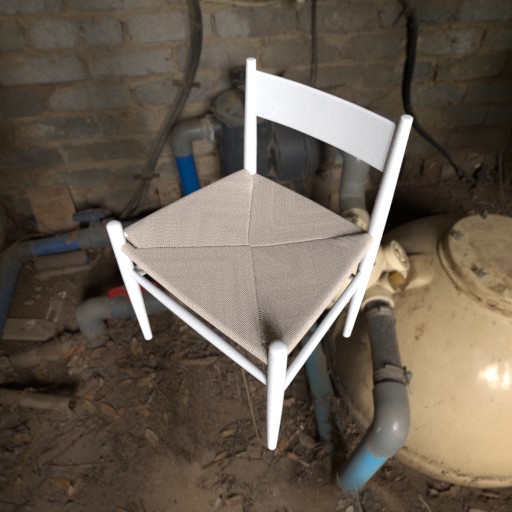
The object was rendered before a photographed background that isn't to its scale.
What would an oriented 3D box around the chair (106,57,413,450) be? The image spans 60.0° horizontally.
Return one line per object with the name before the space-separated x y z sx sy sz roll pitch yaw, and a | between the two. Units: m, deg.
chair | 0.000 0.000 1.153 0.556 0.762 0.495 33 54 27
